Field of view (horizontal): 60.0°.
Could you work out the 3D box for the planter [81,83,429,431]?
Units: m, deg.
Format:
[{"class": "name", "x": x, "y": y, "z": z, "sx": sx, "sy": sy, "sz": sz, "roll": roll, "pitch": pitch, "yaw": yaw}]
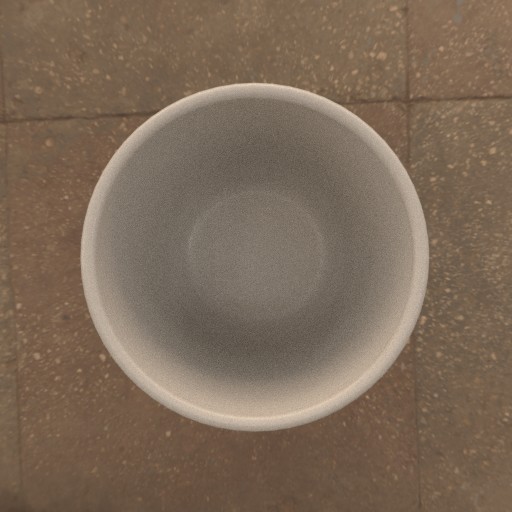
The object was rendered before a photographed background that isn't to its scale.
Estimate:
[{"class": "planter", "x": 0.000, "y": 0.000, "z": 0.210, "sx": 0.124, "sy": 0.109, "sz": 0.124, "roll": 0, "pitch": 91, "yaw": 1}]
